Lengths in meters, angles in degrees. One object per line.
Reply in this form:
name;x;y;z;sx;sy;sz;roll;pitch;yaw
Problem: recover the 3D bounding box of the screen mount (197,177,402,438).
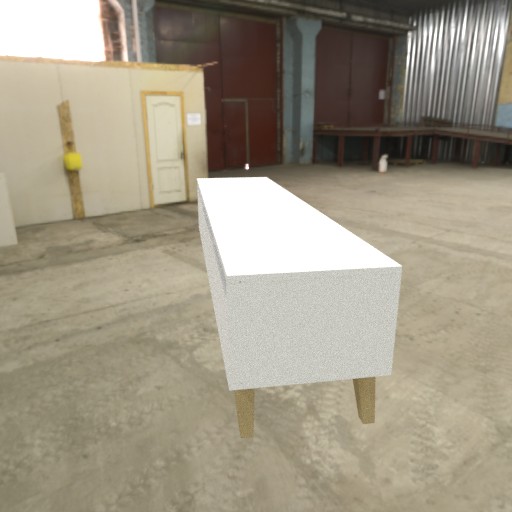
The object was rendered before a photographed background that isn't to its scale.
screen mount;0.000;0.000;1.811;0.399;0.432;1.644;-3;17;-9
